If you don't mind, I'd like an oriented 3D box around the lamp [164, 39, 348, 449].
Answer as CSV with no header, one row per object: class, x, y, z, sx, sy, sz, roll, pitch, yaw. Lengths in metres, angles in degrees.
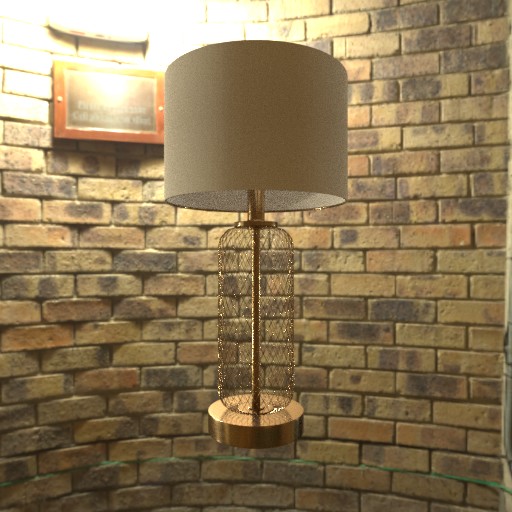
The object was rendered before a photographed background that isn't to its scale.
lamp,0.000,0.000,0.620,0.252,0.483,0.252,0,0,34
